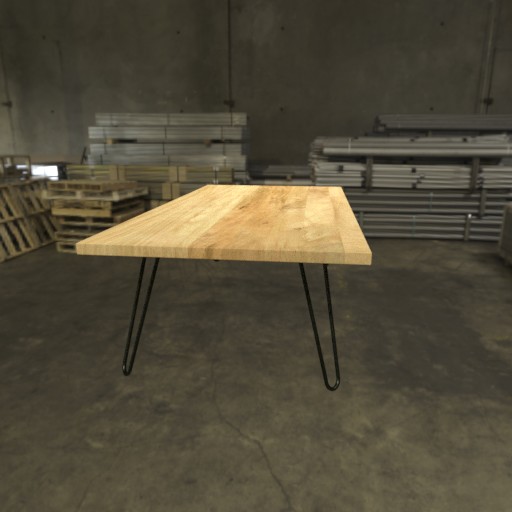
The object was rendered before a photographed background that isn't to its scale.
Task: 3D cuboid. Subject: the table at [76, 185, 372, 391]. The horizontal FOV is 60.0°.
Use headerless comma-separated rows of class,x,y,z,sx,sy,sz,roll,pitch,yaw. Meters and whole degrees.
table,0.000,0.000,1.723,0.699,0.400,1.348,2,15,7
